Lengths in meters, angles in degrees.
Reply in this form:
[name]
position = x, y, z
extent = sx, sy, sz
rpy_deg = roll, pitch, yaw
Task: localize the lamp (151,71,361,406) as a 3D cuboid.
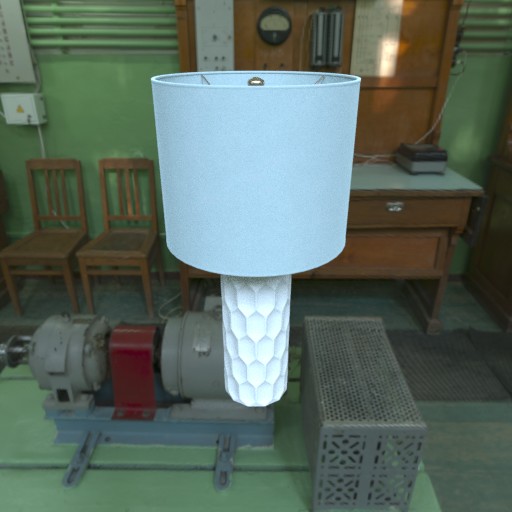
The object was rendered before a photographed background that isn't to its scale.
[lamp]
position = 0.000, 0.000, 0.712
extent = 0.277, 0.534, 0.277
rpy_deg = 0, 26, -1
